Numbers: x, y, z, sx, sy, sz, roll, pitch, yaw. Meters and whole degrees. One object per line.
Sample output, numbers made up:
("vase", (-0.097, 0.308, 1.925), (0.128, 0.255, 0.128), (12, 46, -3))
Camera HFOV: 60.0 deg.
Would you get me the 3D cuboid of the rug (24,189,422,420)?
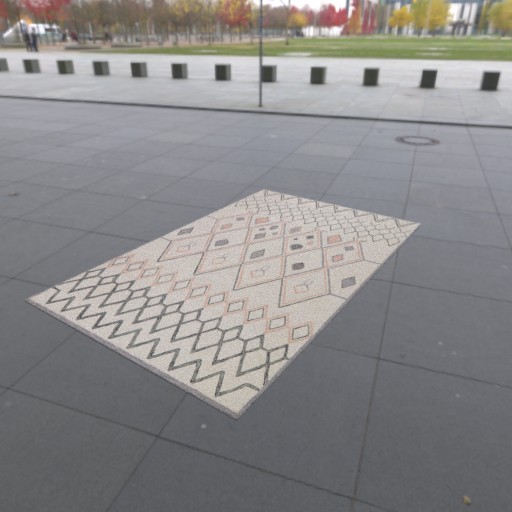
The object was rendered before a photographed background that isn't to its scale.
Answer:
("rug", (0.000, 0.000, 3.027), (1.524, 0.015, 2.438), (18, 32, 31))
